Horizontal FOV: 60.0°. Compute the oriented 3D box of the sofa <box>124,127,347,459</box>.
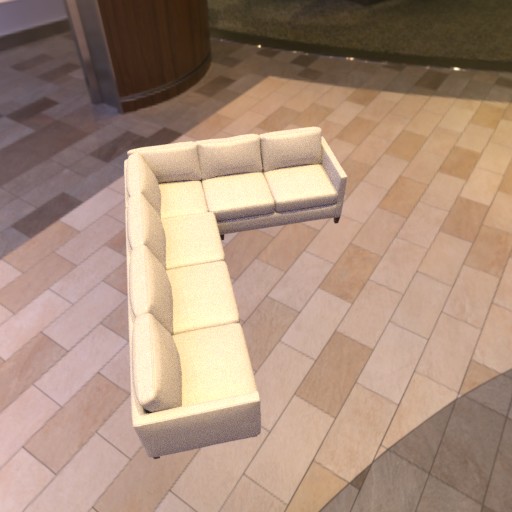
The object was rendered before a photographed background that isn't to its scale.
[{"bbox_3d":[0.000,0.000,4.501,2.522,0.934,3.333,-9,47,-9],"label":"sofa"}]
